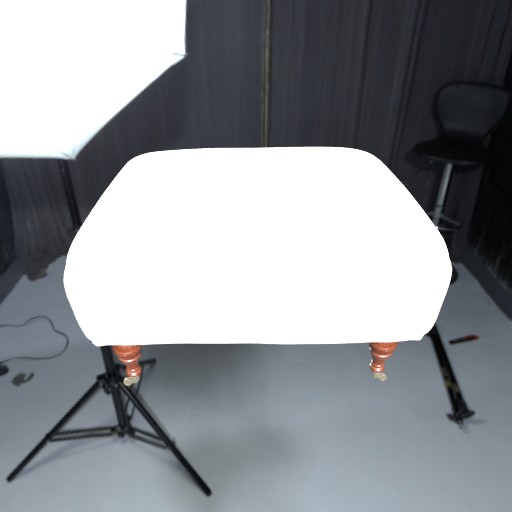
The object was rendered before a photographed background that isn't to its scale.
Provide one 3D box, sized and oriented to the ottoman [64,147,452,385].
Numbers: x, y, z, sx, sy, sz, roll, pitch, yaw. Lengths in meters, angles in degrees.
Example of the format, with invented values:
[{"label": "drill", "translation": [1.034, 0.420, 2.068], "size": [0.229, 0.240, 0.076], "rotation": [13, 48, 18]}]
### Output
[{"label": "ottoman", "translation": [0.000, 0.000, 1.118], "size": [0.747, 0.450, 0.622], "rotation": [-1, 30, -1]}]
